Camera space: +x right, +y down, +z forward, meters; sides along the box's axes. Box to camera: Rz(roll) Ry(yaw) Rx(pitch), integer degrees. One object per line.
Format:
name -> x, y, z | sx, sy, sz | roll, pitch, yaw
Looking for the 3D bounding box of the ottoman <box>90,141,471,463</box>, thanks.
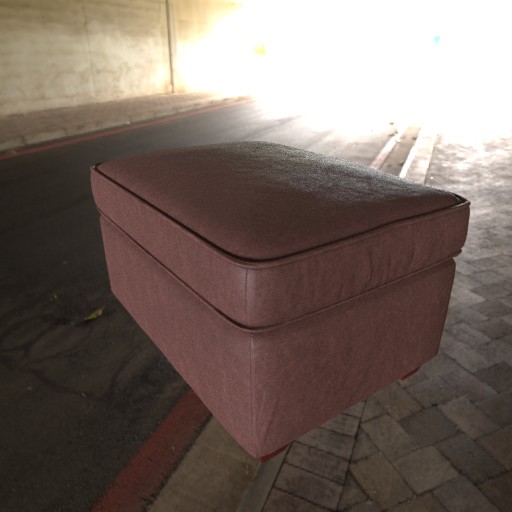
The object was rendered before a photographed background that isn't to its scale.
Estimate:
ottoman -> 0.000, 0.000, 1.053 | 0.548, 0.449, 0.749 | -16, 29, -31
